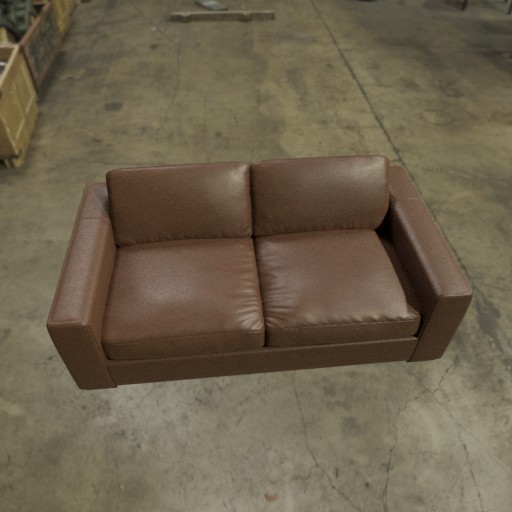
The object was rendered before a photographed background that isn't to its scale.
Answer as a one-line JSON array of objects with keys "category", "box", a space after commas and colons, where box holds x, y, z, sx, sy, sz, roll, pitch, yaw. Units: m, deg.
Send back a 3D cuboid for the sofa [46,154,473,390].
[{"category": "sofa", "box": [0.000, 0.000, 2.417, 1.920, 0.800, 1.070, -4, 45, -4]}]
